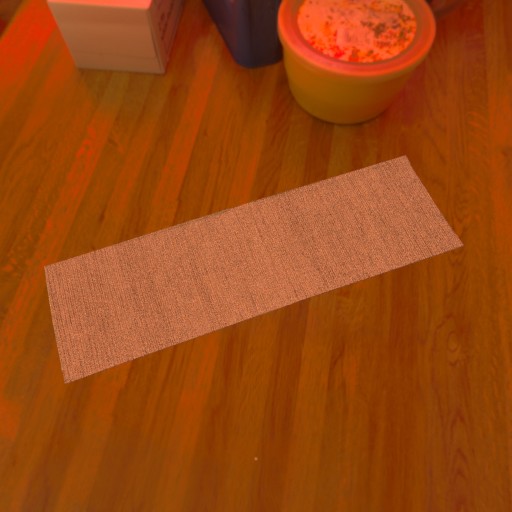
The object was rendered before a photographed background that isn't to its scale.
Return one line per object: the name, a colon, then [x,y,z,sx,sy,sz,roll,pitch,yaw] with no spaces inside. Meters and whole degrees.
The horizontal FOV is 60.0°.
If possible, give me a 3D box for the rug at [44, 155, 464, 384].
rug: [0.000,0.000,2.545,2.320,0.032,0.692,-18,67,-8]
